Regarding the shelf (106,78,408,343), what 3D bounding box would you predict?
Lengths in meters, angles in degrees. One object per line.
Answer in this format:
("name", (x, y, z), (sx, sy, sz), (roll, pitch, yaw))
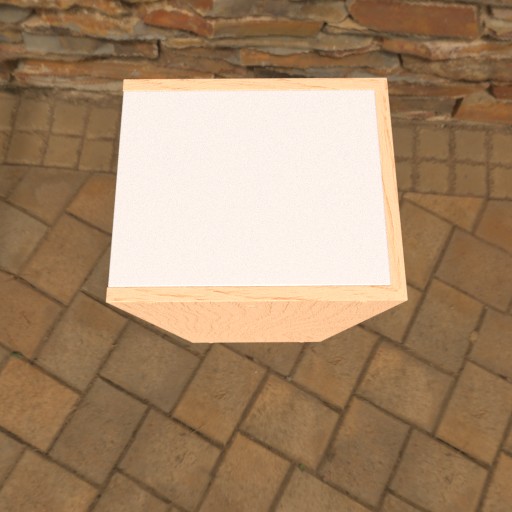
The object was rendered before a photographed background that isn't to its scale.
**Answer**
("shelf", (0.000, 0.000, 0.747), (0.290, 0.600, 0.250), (0, 75, 0))
